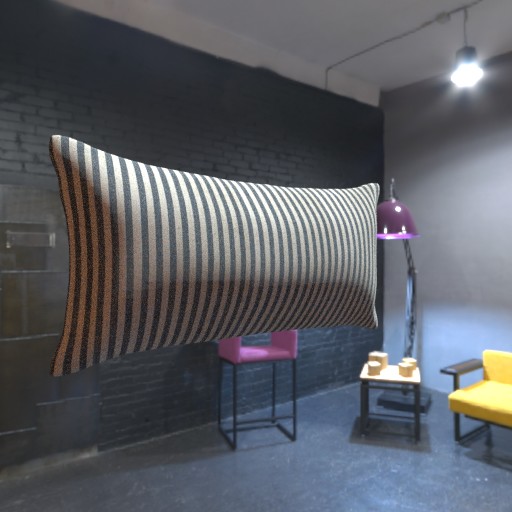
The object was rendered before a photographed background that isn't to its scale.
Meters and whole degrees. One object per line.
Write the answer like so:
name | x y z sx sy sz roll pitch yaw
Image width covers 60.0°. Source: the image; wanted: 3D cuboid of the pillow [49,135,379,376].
pillow | 0.000 0.000 0.716 0.617 0.295 0.151 0 0 -36
